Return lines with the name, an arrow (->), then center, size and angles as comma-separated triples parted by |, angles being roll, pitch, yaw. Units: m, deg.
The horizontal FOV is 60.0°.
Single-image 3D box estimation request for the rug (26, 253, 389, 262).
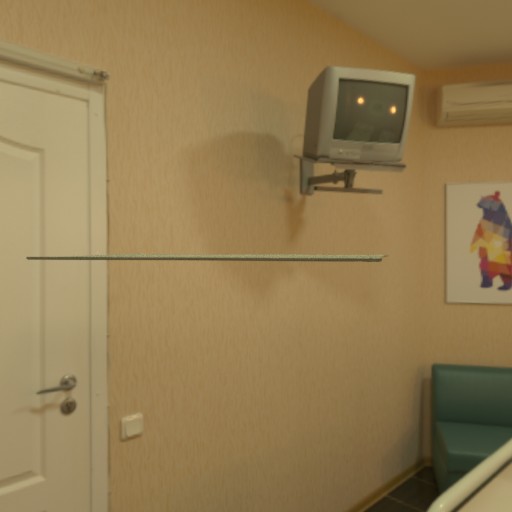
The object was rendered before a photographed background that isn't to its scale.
rug -> 0.000, 0.000, 4.343 | 2.461, 0.046, 3.237 | 0, 0, 17
